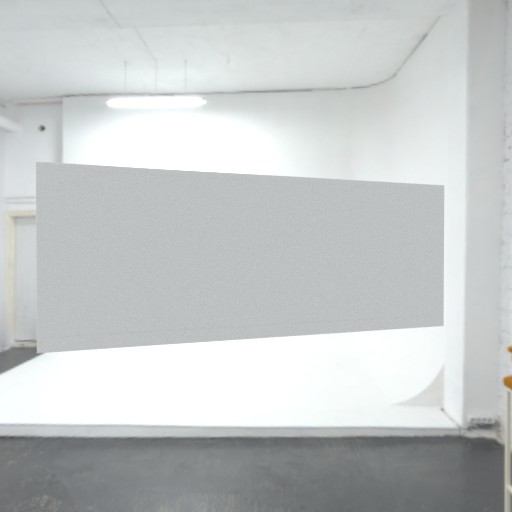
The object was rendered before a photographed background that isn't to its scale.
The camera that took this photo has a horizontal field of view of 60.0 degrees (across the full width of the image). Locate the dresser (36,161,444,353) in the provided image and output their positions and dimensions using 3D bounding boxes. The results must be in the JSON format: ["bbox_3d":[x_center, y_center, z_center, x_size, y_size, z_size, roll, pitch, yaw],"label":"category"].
[{"bbox_3d":[0.000,0.000,2.529,2.200,0.840,0.500,0,1,-19],"label":"dresser"}]
